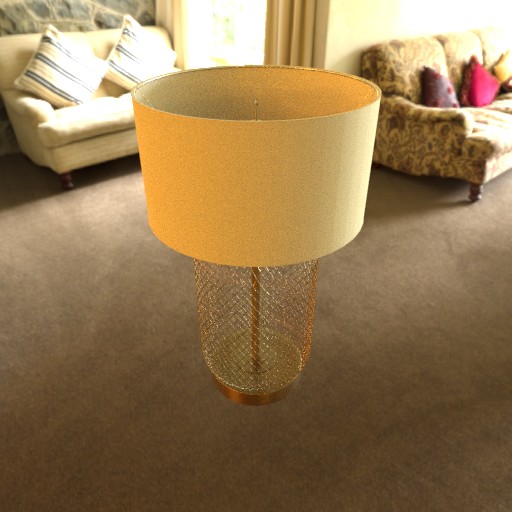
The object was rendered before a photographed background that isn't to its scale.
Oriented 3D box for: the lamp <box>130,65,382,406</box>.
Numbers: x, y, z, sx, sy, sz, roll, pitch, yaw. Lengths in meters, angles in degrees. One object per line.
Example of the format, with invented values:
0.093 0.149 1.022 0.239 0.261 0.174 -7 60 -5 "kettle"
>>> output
0.000 0.000 0.793 0.353 0.578 0.353 0 33 0 "lamp"
